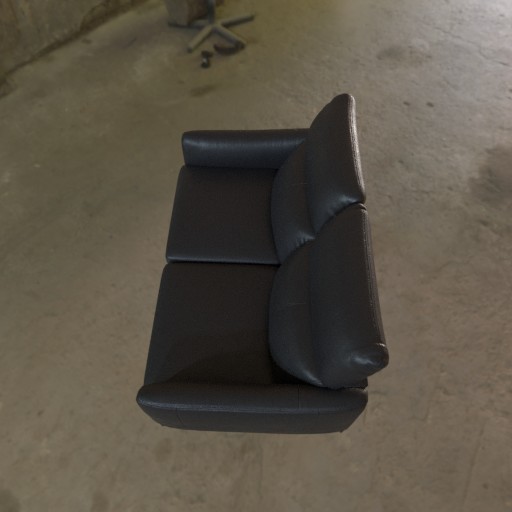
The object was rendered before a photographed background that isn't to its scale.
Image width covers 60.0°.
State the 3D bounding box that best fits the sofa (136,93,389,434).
[{"bbox_3d":[0.000,0.000,2.212,0.958,0.920,1.596,2,58,1],"label":"sofa"}]
